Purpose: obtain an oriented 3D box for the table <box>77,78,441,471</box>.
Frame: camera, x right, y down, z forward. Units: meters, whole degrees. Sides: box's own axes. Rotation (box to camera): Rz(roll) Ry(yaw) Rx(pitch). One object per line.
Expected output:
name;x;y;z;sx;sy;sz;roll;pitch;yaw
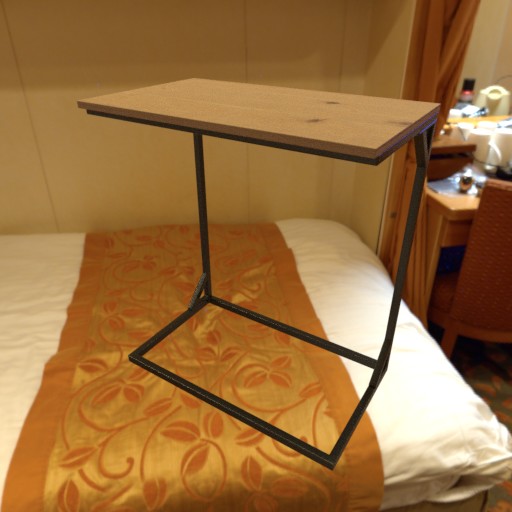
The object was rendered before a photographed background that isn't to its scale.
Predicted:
table;0.000;0.000;1.008;0.597;0.673;0.351;18;34;28
